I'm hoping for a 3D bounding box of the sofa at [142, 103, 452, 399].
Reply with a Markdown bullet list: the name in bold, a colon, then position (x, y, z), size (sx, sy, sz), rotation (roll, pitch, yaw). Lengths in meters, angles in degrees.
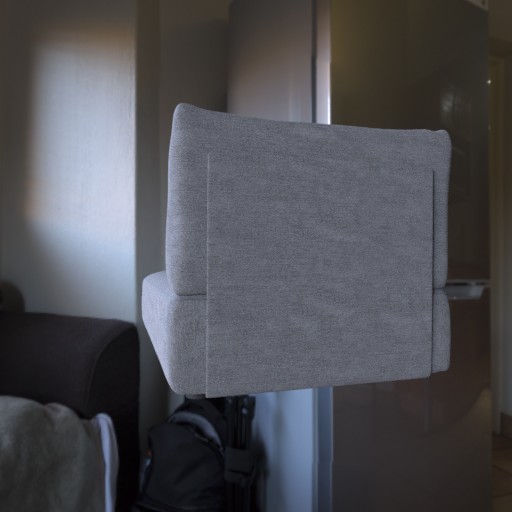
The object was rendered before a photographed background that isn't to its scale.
- **sofa**: position (0.000, 0.000, 1.977), size (0.930, 0.820, 1.450), rotation (0, -1, -17)
